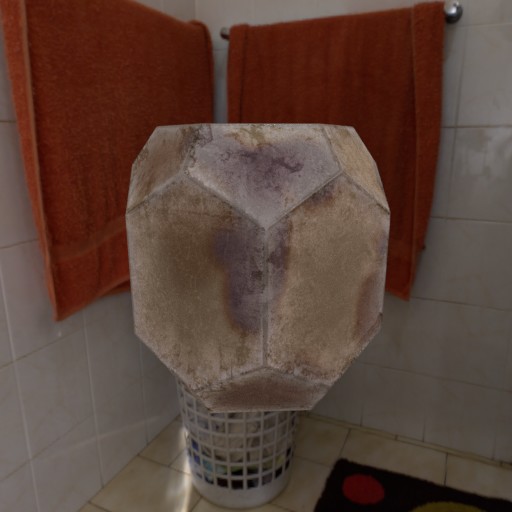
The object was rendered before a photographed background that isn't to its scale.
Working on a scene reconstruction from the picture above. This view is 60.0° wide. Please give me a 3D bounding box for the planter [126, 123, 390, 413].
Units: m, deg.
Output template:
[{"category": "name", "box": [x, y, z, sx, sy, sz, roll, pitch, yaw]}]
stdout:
[{"category": "planter", "box": [0.000, 0.000, 0.424, 0.243, 0.238, 0.221, 7, 16, 26]}]
